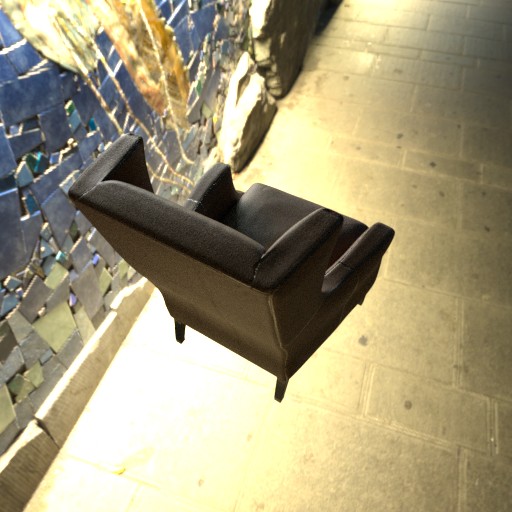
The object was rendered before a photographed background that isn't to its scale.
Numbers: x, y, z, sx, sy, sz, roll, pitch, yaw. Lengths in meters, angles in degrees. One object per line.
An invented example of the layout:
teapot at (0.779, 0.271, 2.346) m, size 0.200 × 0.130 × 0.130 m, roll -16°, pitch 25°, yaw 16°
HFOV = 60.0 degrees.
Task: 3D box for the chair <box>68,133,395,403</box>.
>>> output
chair at (0.000, 0.000, 1.712) m, size 0.852 × 1.016 × 0.925 m, roll 25°, pitch 51°, yaw 22°
